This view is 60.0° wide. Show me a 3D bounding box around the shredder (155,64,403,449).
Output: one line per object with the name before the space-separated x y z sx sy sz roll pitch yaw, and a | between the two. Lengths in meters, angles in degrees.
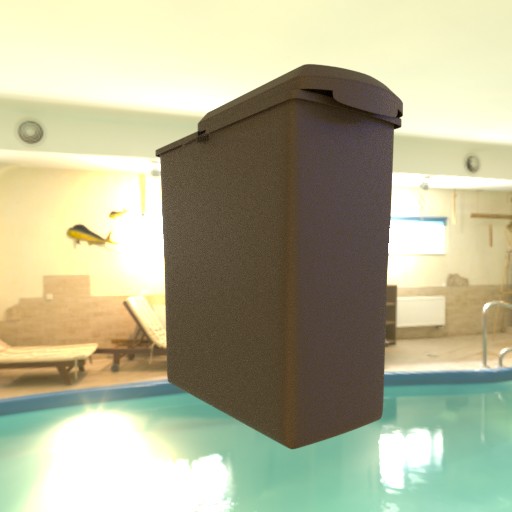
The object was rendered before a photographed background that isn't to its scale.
shredder | 0.000 0.000 0.509 0.170 0.335 0.320 0 1 -36
